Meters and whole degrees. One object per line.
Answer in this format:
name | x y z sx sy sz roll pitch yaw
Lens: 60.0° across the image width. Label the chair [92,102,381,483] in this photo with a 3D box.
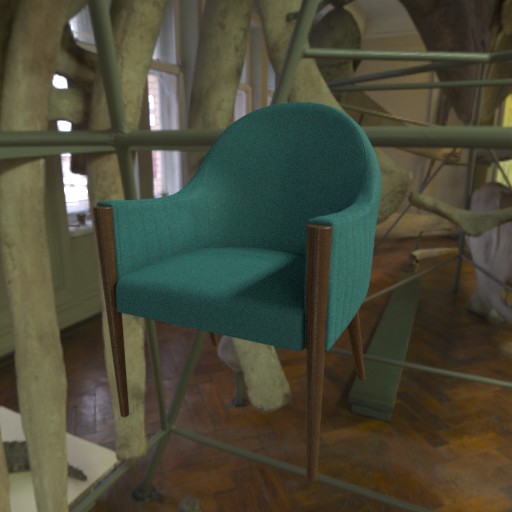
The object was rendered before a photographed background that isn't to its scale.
chair | 0.000 0.000 1.316 0.656 0.907 0.652 7 16 25
